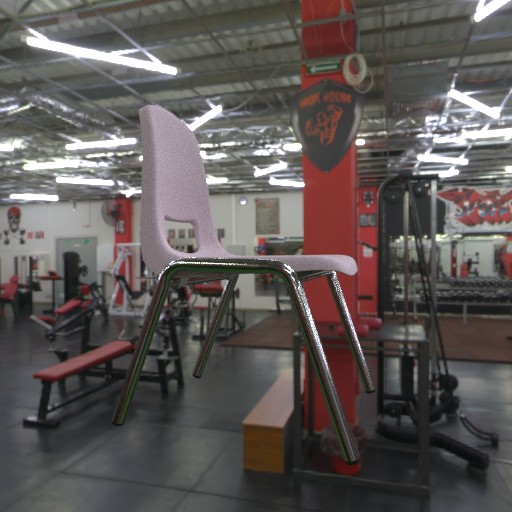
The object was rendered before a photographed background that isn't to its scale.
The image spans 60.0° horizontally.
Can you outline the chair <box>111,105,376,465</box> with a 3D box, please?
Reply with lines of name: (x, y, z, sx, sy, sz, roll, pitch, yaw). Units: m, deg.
chair: (0.000, 0.000, 0.847, 0.423, 0.586, 0.354, 0, 1, 19)
